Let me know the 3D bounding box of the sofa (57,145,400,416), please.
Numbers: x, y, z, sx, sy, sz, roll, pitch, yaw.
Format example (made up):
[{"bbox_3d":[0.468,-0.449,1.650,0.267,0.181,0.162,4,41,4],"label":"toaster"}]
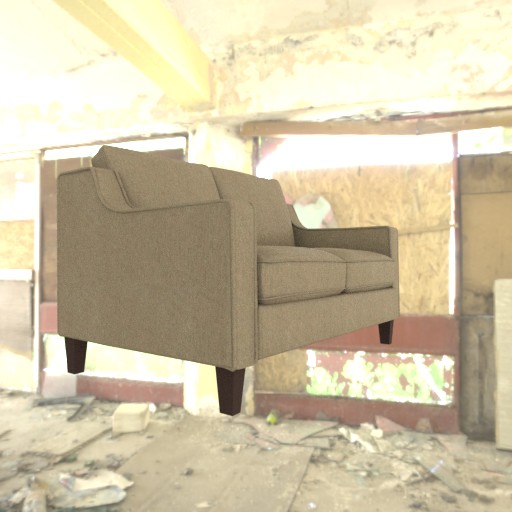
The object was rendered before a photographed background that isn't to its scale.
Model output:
[{"bbox_3d":[0.000,0.000,2.171,0.985,0.981,1.503,0,0,36],"label":"sofa"}]
